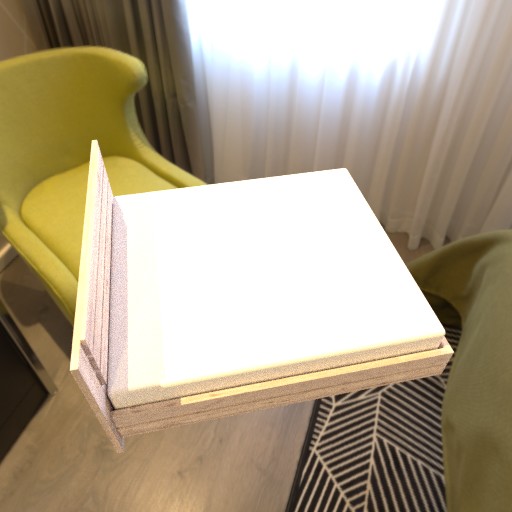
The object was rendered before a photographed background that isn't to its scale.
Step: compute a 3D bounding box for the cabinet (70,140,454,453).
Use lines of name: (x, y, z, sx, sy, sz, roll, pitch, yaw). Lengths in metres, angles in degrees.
cabinet: (0.000, 0.000, 3.103, 2.080, 0.970, 1.950, -8, 46, -8)
